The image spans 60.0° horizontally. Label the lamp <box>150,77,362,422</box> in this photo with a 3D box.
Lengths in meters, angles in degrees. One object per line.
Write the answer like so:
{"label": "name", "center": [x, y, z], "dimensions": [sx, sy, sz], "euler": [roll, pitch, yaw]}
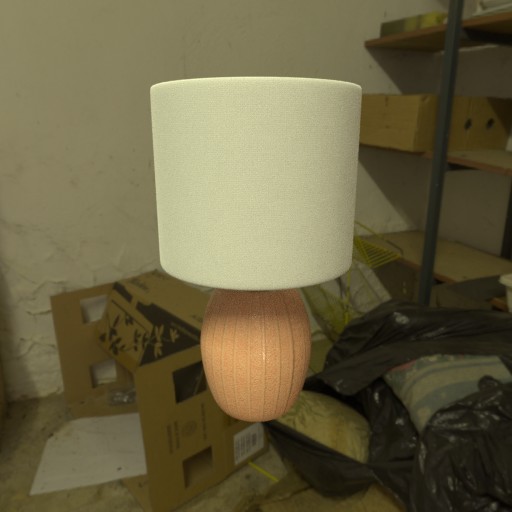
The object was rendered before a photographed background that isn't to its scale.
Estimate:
{"label": "lamp", "center": [0.000, 0.000, 0.777], "dimensions": [0.329, 0.570, 0.329], "euler": [0, 15, 0]}
